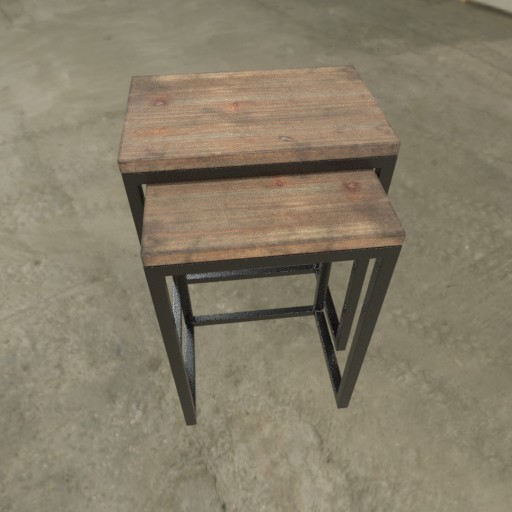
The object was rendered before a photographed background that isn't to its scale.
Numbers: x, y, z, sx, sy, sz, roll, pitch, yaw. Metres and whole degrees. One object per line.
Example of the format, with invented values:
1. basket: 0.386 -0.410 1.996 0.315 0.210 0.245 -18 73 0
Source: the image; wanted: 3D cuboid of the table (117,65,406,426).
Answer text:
1. table: 0.000 0.000 0.956 0.456 0.615 0.460 -3 46 -3
